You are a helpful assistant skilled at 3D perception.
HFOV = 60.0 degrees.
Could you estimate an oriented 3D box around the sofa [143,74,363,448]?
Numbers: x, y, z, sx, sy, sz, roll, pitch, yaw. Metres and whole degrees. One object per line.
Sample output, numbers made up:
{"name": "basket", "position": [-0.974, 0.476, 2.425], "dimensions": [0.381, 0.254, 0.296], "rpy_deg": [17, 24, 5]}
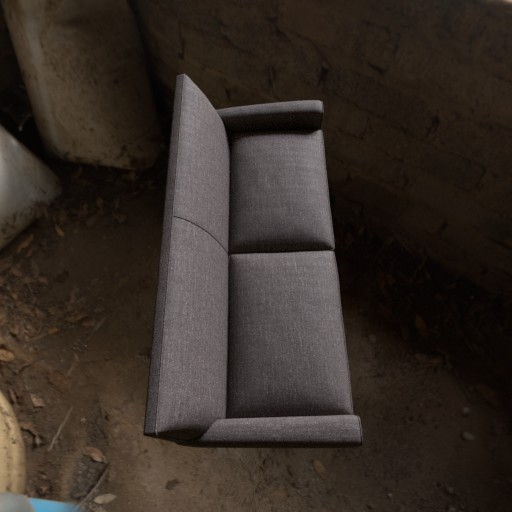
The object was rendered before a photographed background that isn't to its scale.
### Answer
{"name": "sofa", "position": [0.000, 0.000, 2.442], "dimensions": [0.875, 0.846, 1.976], "rpy_deg": [-1, 63, 0]}
